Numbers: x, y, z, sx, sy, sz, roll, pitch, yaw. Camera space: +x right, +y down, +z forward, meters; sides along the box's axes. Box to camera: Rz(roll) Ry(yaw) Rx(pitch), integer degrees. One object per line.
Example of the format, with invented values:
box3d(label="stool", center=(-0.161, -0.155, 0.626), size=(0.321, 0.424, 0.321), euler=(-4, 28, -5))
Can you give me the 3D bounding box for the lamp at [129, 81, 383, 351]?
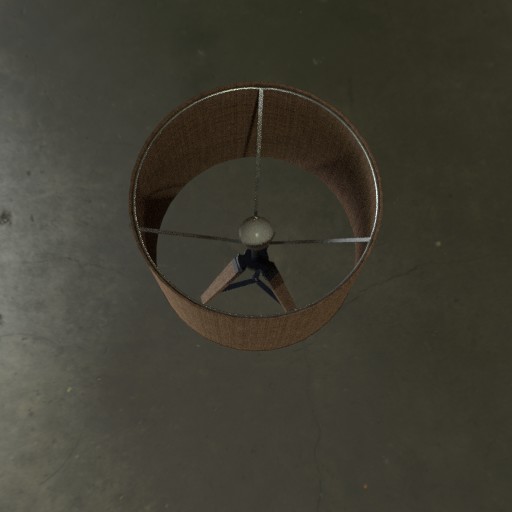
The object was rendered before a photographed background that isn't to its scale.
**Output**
box3d(label="lamp", center=(0.000, 0.000, 0.681), size=(0.290, 0.514, 0.290), euler=(0, 76, 0))
